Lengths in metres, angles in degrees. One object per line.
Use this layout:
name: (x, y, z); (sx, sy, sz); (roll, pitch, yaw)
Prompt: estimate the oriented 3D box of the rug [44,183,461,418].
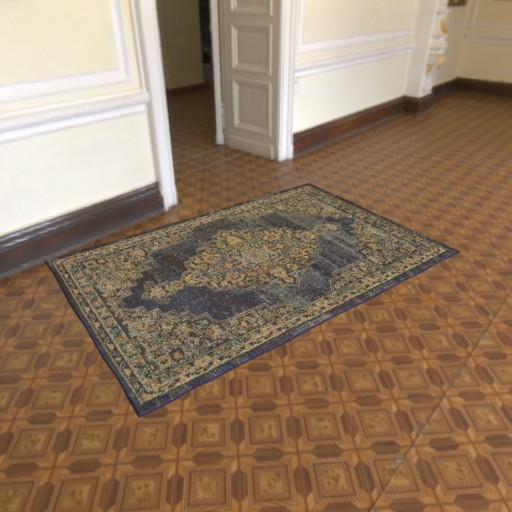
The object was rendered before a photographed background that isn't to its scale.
rug: (0.000, 0.000, 2.264); (1.781, 0.012, 1.184); (-21, 37, -30)
